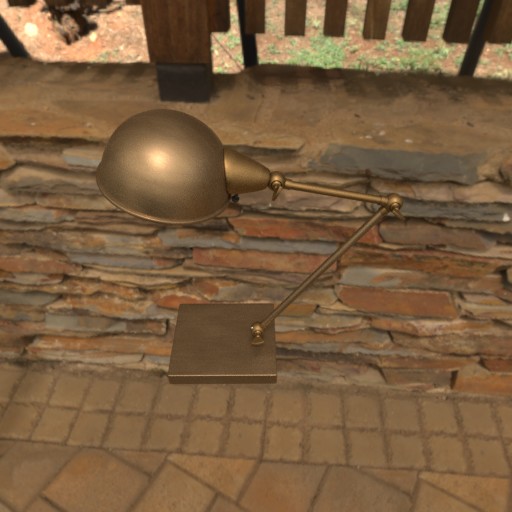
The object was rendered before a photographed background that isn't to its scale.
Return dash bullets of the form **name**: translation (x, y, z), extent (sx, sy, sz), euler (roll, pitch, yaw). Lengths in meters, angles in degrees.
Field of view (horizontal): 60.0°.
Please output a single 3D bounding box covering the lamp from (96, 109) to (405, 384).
- **lamp**: translation (0.000, 0.000, 0.561), extent (0.339, 0.371, 0.149), euler (0, 41, 0)
